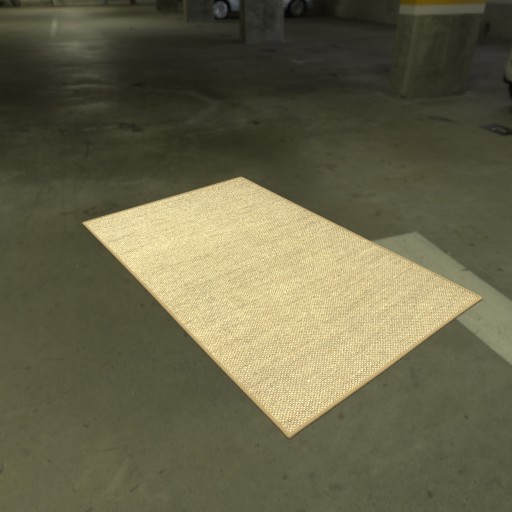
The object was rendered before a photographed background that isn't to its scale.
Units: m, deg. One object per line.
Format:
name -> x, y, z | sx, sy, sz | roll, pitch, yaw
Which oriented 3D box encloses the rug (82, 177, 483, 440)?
rug -> 0.000, 0.000, 2.085 | 1.062, 0.013, 1.667 | -22, 38, -31
